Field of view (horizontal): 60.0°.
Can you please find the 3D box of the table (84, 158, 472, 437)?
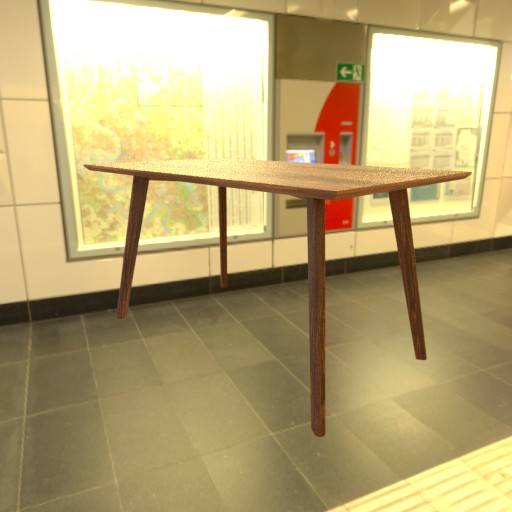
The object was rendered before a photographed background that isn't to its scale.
[{"bbox_3d":[0.000,0.000,1.845,0.801,0.724,1.349,-14,21,-42],"label":"table"}]
